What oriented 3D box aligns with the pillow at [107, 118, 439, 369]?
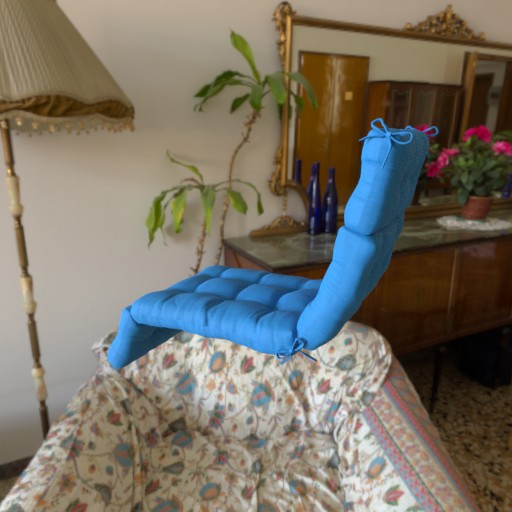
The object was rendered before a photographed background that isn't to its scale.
[{"bbox_3d":[0.000,0.000,1.489,1.016,0.863,0.526,8,18,27],"label":"pillow"}]
